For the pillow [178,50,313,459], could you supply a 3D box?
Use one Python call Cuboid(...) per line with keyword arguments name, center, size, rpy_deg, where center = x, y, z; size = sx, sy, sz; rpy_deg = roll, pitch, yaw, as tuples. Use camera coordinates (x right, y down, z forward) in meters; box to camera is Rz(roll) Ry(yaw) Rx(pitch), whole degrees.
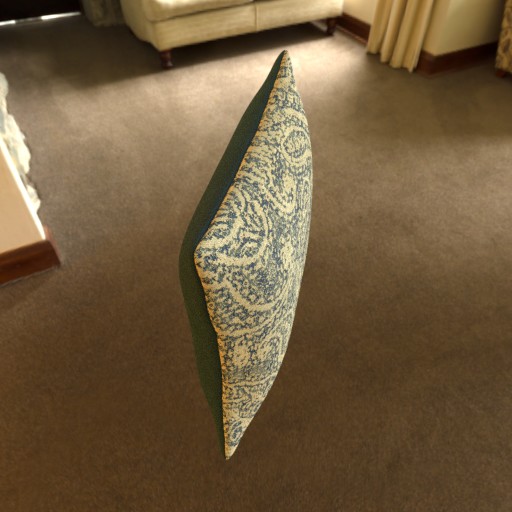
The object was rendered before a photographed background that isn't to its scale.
Cuboid(name="pillow", center=(0.000, 0.000, 0.778), size=(0.166, 0.510, 0.523), rpy_deg=(9, 46, 9))
